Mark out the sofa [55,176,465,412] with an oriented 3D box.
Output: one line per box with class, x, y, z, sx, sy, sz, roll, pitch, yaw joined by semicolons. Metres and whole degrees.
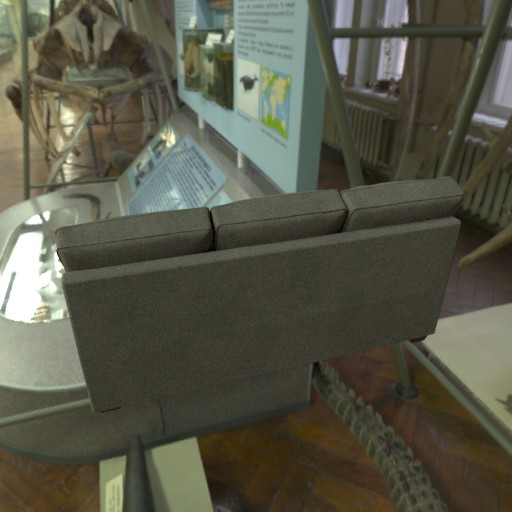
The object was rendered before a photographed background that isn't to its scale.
sofa;0.000;0.000;2.558;1.962;0.973;1.027;-9;29;-16
